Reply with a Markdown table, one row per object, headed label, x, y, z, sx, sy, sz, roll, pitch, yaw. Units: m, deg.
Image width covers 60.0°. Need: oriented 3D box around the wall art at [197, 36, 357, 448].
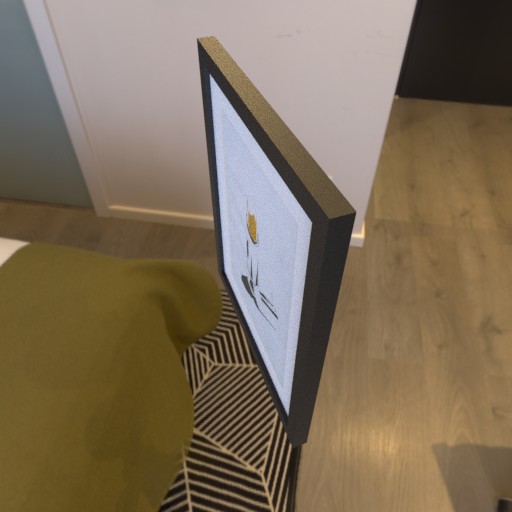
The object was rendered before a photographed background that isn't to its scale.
| label | x | y | z | sx | sy | sz | roll | pitch | yaw |
| --- | --- | --- | --- | --- | --- | --- | --- | --- | --- |
| wall art | 0.000 | 0.000 | 0.758 | 0.029 | 0.559 | 0.457 | -15 | 48 | -14 |
